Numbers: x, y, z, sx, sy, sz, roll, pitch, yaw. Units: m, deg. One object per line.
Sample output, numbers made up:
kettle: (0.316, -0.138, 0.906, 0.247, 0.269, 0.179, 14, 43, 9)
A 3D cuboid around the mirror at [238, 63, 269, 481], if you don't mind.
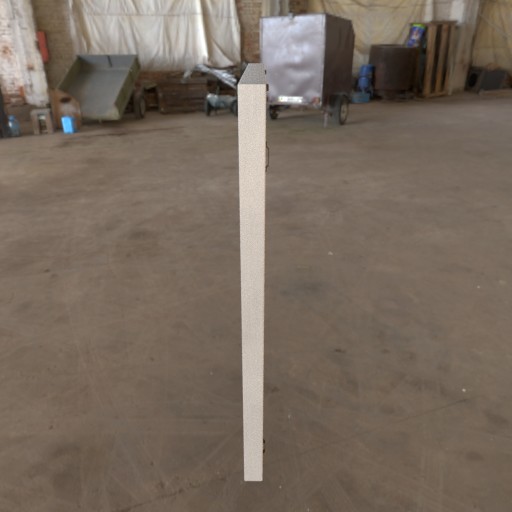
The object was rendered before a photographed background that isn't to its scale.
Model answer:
mirror: (0.000, 0.000, 0.919, 0.039, 0.710, 0.507, 0, 26, 1)
